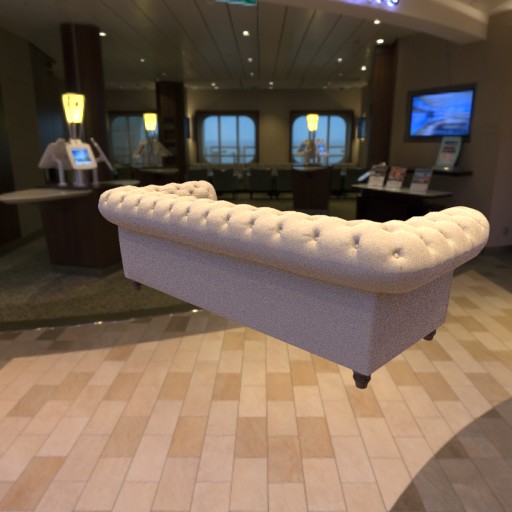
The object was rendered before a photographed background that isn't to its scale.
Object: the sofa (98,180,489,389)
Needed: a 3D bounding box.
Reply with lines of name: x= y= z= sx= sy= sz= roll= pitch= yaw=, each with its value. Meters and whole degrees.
sofa: x=0.000 y=0.000 z=3.046 sx=2.694 sy=0.847 sz=1.076 roll=14 pitch=20 yaw=43
